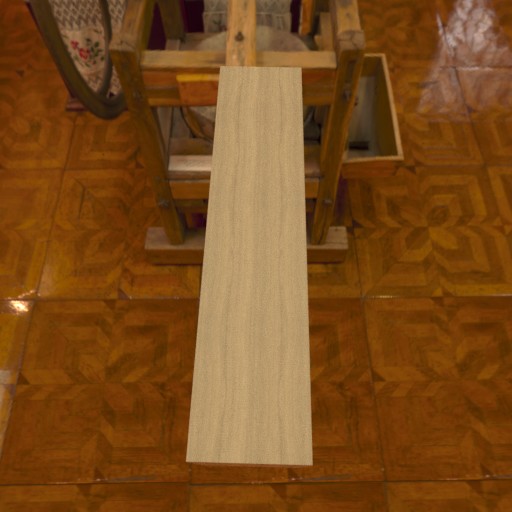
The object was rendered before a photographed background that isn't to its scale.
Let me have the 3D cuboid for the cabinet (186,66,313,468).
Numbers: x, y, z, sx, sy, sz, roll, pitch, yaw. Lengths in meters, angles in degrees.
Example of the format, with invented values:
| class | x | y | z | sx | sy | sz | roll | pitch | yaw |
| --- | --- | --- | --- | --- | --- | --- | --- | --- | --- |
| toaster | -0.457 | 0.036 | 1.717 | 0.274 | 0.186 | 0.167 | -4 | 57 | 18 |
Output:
| class | x | y | z | sx | sy | sz | roll | pitch | yaw |
| --- | --- | --- | --- | --- | --- | --- | --- | --- | --- |
| cabinet | 0.000 | 0.000 | 2.568 | 0.499 | 0.779 | 2.198 | 1 | 64 | 1 |
